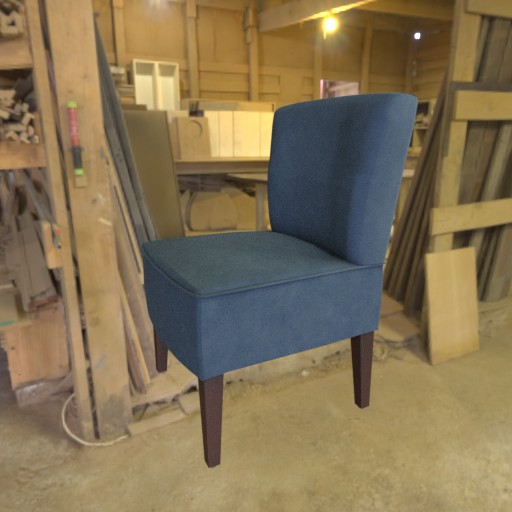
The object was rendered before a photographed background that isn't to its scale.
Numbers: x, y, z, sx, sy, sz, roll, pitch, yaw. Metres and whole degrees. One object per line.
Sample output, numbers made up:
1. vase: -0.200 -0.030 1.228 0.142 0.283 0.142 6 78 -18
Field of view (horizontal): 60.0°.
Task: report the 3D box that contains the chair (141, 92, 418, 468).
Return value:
1. chair: 0.000 0.000 1.168 0.551 0.806 0.521 -7 17 -25
